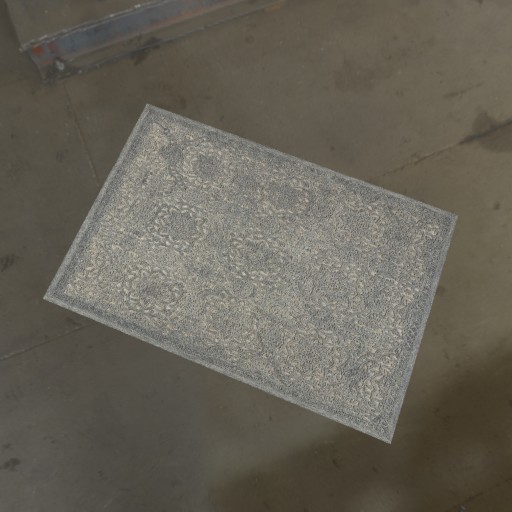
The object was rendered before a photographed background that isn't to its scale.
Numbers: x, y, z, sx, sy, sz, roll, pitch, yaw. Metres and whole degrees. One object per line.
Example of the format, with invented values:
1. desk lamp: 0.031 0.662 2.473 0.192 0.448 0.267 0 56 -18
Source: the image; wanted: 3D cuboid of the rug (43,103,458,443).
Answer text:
1. rug: 0.000 0.000 2.286 1.819 0.012 1.208 21 76 6
